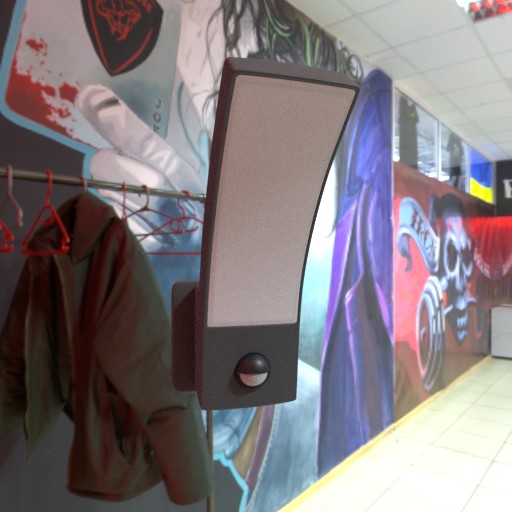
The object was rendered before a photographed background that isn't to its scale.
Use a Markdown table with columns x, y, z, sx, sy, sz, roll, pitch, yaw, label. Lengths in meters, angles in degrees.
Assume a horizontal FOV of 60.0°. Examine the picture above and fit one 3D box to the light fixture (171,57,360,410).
| x | y | z | sx | sy | sz | roll | pitch | yaw | label |
| --- | --- | --- | --- | --- | --- | --- | --- | --- | --- |
| 0.000 | 0.000 | 0.341 | 0.108 | 0.243 | 0.174 | 0 | 0 | -18 | light fixture |
